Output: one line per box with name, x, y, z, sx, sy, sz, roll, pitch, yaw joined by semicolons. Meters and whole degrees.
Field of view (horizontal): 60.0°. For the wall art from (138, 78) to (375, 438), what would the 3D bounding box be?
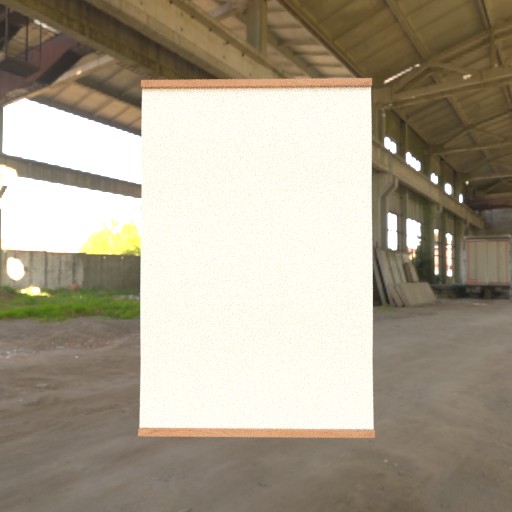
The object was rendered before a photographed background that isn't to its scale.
wall art;0.000;0.000;0.635;0.332;0.508;0.012;0;-2;1
